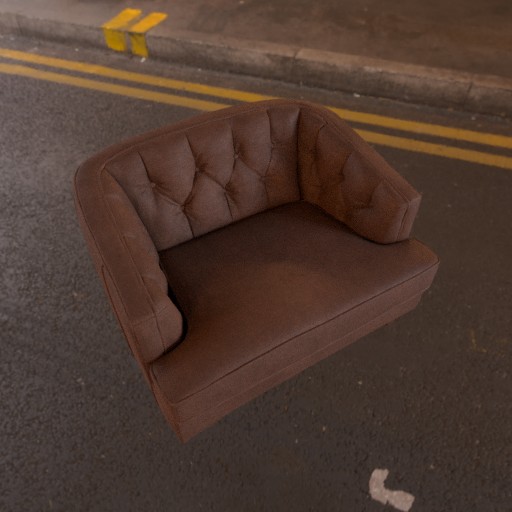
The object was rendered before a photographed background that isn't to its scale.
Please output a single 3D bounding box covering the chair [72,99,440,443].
[{"bbox_3d":[0.000,0.000,1.718,1.118,0.787,0.914,-23,50,-21],"label":"chair"}]
